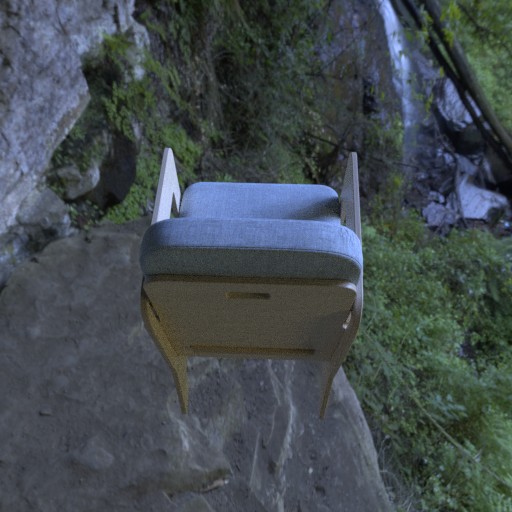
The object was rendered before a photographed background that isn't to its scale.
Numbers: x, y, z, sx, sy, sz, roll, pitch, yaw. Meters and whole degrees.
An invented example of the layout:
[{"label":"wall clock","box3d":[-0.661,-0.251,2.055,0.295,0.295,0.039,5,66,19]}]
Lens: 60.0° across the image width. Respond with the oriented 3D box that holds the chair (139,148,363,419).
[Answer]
[{"label":"chair","box3d":[0.000,0.000,1.297,0.590,0.800,0.710,2,46,2]}]
